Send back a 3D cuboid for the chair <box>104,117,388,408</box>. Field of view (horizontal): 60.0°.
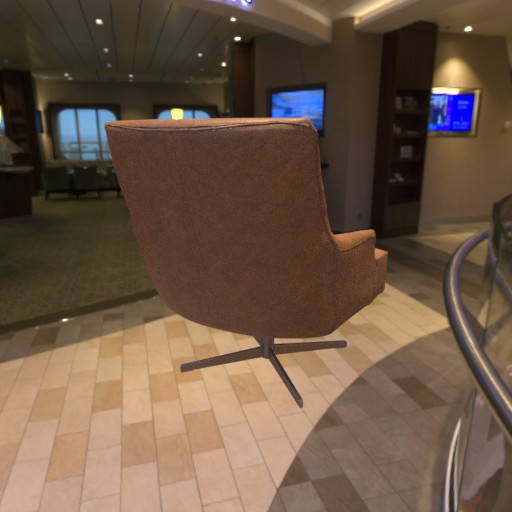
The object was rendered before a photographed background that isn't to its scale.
[{"bbox_3d":[0.000,0.000,1.508,0.729,0.869,0.874,8,17,27],"label":"chair"}]
